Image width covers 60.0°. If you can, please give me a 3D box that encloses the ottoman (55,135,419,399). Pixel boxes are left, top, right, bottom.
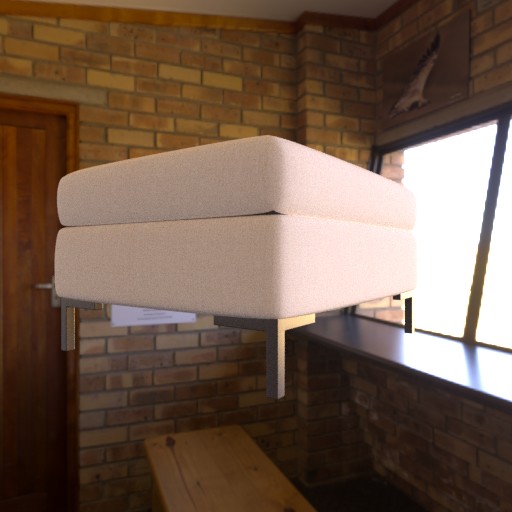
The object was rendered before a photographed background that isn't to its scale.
[{"bbox_3d":[0.000,0.000,1.183,0.657,0.453,0.794,0,0,36],"label":"ottoman"}]
